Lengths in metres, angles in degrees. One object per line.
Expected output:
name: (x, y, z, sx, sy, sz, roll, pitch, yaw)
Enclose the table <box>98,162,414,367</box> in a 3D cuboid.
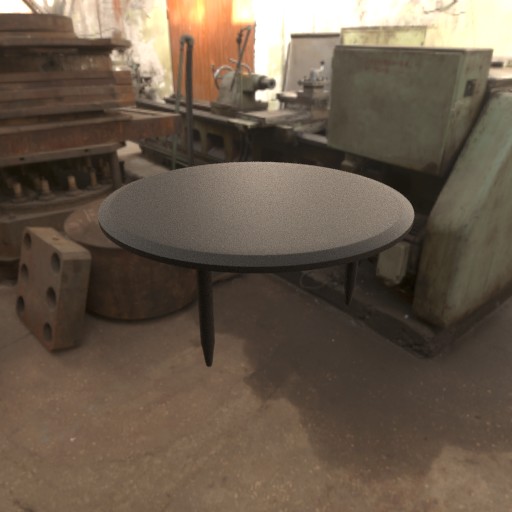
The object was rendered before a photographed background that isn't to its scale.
table: (0.000, 0.000, 1.405, 0.900, 0.400, 0.900, 0, 25, 0)
